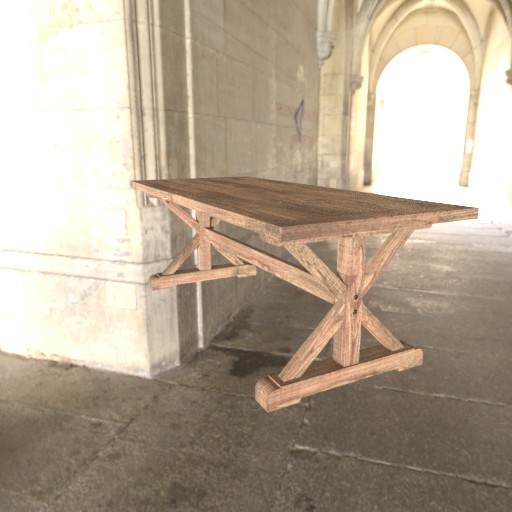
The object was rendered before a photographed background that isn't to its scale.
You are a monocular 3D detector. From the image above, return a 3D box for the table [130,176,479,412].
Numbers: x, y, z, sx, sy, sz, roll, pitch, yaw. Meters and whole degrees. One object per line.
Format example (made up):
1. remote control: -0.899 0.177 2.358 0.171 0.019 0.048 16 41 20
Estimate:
1. table: 0.000 0.000 2.490 0.907 0.733 2.031 -7 16 -27
